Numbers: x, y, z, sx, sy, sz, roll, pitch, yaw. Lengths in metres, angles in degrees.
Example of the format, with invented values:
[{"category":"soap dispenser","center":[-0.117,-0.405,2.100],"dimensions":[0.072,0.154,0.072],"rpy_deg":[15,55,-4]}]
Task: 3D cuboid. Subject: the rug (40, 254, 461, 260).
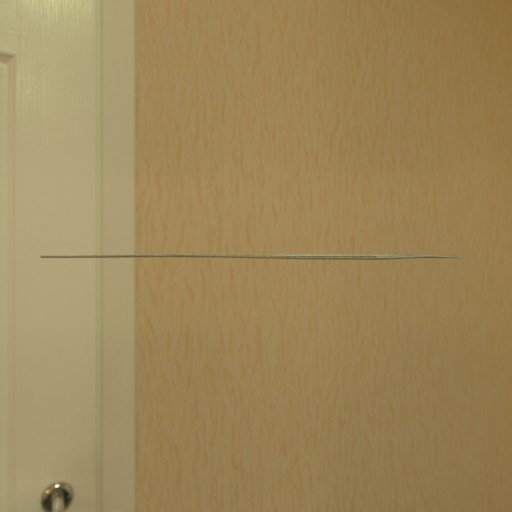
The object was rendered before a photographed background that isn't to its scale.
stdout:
[{"category":"rug","center":[0.000,0.000,4.243],"dimensions":[3.237,0.046,2.461],"rpy_deg":[0,0,35]}]
